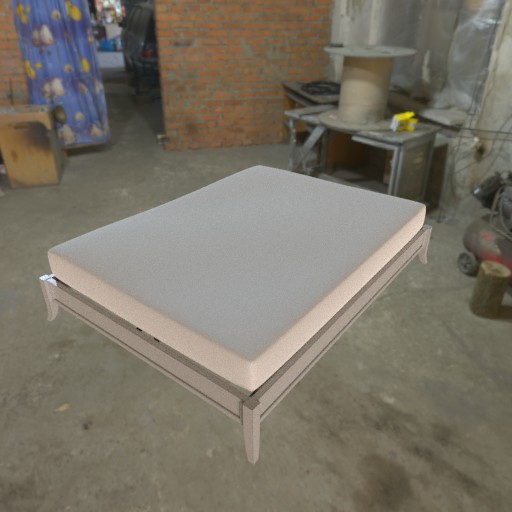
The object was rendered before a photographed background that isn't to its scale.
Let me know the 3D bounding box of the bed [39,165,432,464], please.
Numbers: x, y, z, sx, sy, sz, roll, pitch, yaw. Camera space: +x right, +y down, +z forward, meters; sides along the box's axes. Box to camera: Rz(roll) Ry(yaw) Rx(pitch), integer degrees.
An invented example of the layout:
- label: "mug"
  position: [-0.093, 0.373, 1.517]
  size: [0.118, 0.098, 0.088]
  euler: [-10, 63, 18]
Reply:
- label: "bed"
  position: [0.000, 0.000, 2.884]
  size: [1.604, 0.510, 2.108]
  euler: [21, 36, 32]
